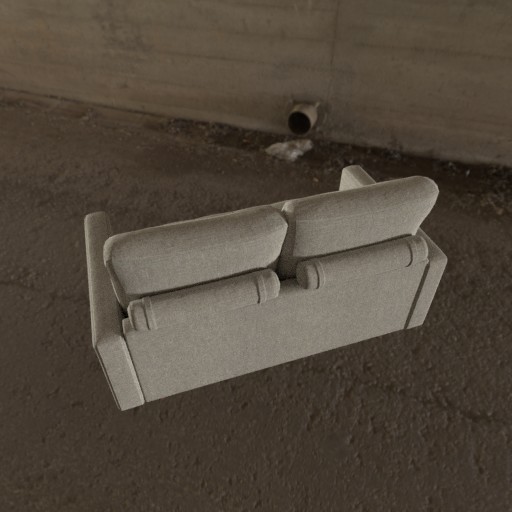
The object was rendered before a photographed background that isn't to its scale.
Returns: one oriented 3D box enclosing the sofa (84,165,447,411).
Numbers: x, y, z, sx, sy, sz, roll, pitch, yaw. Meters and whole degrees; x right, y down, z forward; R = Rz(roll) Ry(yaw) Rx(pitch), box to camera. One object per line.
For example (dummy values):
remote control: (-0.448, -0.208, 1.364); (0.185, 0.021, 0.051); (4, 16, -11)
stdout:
sofa: (0.000, 0.000, 1.990); (1.407, 0.907, 0.842); (-13, 44, -13)
